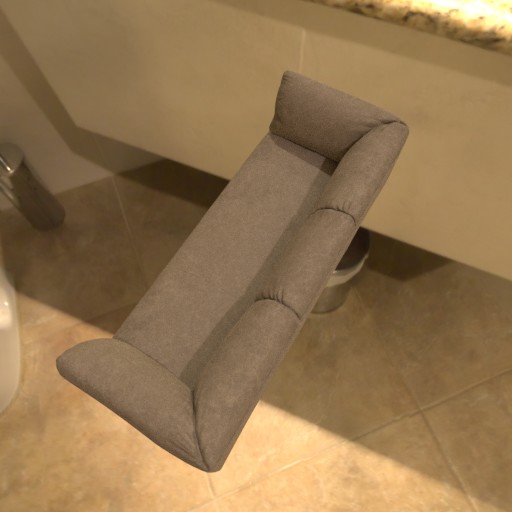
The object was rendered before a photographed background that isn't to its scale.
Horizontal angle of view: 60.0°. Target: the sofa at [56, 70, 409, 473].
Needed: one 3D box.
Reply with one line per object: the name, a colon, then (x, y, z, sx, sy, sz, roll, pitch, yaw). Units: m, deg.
sofa: (0.000, 0.000, 2.637, 0.899, 0.758, 2.238, 29, 68, 13)
